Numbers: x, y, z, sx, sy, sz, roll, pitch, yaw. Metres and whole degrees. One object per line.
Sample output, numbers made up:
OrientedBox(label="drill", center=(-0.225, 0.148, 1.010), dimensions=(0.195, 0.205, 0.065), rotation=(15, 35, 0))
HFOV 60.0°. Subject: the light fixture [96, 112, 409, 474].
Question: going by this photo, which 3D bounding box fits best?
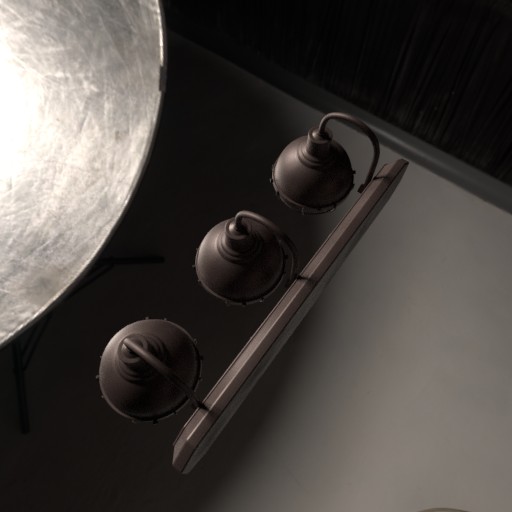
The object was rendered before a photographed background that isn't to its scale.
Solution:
OrientedBox(label="light fixture", center=(0.000, 0.000, 0.731), dimensions=(0.229, 0.254, 0.634), rotation=(33, 68, 16))
